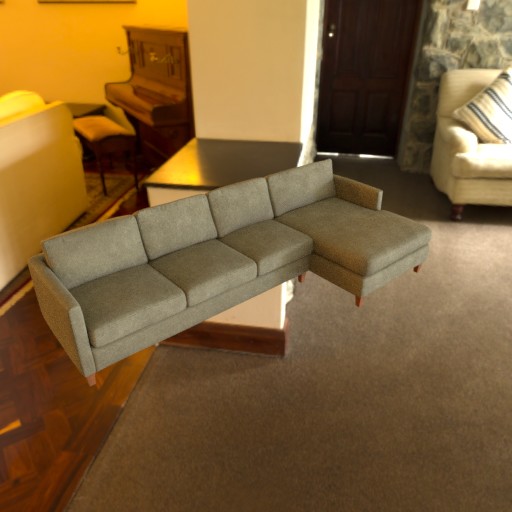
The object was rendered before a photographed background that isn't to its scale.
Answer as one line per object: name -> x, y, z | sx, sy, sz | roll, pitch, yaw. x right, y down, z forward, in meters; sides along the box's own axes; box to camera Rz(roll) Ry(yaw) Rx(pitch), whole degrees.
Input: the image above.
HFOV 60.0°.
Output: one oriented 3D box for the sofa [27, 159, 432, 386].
sofa -> 0.000, 0.000, 4.079 | 3.471, 0.950, 1.604 | -22, 36, -34
